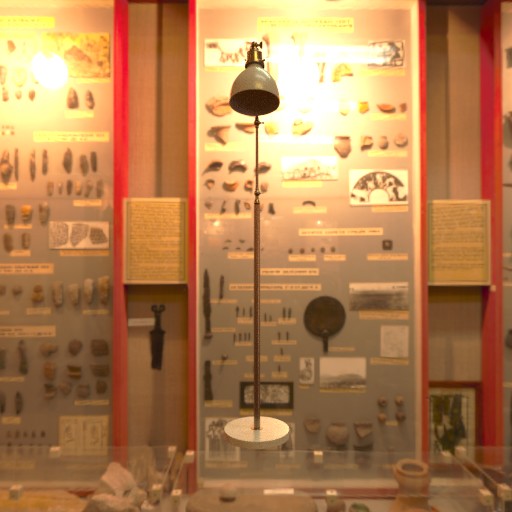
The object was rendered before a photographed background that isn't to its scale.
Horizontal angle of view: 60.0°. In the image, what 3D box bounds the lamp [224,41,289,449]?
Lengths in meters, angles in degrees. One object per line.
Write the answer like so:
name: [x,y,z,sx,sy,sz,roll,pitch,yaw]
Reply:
lamp: [0.000,0.000,1.805,0.288,1.586,0.599,0,0,1]
